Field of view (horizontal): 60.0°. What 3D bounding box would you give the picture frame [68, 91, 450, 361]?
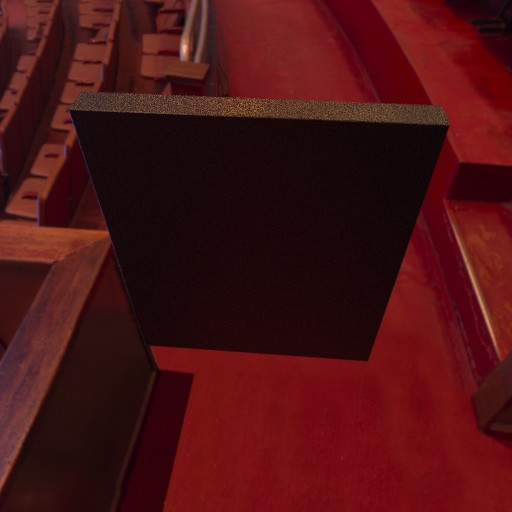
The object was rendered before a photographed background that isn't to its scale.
[{"bbox_3d":[0.000,0.000,0.527,0.328,0.378,0.034,3,46,3],"label":"picture frame"}]
